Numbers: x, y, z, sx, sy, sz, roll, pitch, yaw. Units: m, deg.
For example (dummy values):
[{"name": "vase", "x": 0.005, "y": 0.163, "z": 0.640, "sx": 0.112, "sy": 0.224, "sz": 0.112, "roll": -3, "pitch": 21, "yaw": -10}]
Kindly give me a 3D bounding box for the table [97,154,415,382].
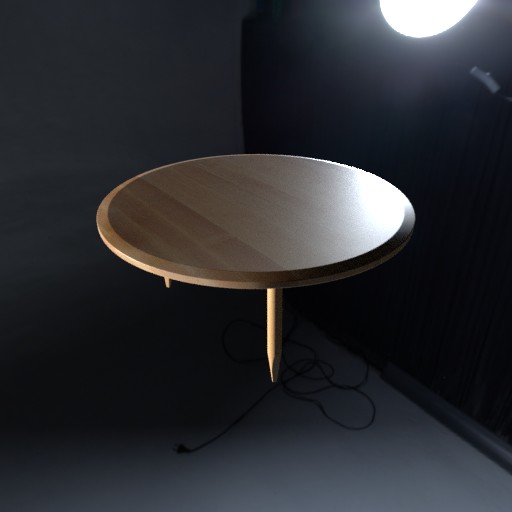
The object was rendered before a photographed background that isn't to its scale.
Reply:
[{"name": "table", "x": 0.000, "y": 0.000, "z": 1.407, "sx": 0.900, "sy": 0.400, "sz": 0.900, "roll": 0, "pitch": 30, "yaw": 0}]
